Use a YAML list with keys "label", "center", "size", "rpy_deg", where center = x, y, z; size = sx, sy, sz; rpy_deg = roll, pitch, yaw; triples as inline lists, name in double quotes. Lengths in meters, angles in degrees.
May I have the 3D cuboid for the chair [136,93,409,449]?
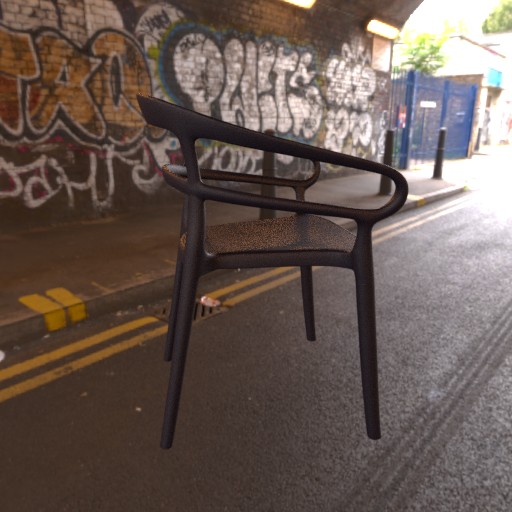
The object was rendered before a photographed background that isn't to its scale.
- label: "chair"
  center: [0.000, 0.000, 1.116]
  size: [0.527, 0.761, 0.559]
  rpy_deg: [-3, 17, -10]
